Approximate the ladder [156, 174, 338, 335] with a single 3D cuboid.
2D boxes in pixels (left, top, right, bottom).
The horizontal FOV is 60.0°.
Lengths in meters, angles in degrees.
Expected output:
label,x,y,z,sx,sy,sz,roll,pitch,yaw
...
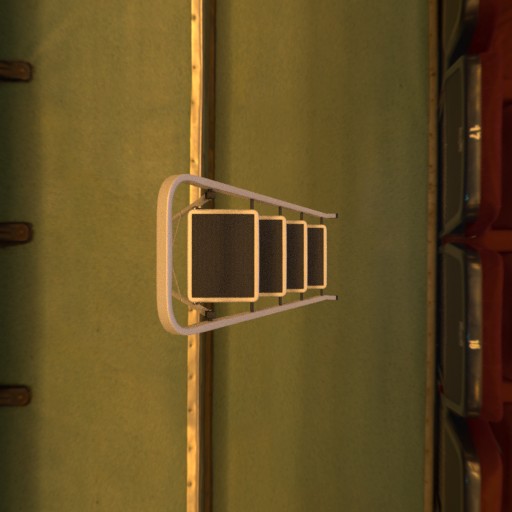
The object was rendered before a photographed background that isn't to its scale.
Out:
label,x,y,z,sx,sy,sz,roll,pitch,yaw
ladder,0.000,0.000,1.702,0.914,1.265,0.460,0,90,-2
